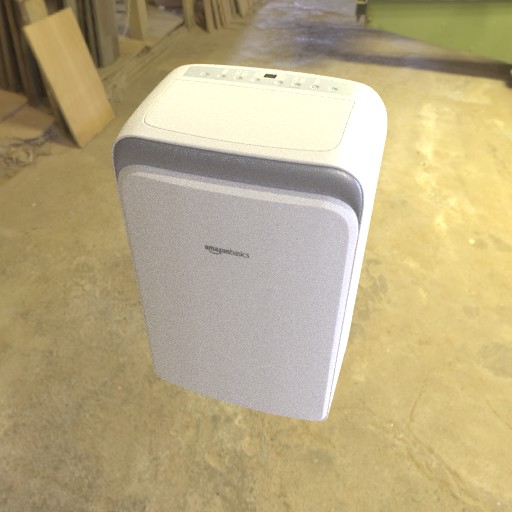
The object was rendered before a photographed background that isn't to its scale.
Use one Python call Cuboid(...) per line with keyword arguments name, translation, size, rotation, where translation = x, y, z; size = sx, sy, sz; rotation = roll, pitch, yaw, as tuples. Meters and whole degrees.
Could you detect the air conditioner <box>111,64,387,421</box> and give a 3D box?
Cuboid(name="air conditioner", translation=(0.000, 0.000, 0.946), size=(0.454, 0.700, 0.365), rotation=(11, 44, 12))
